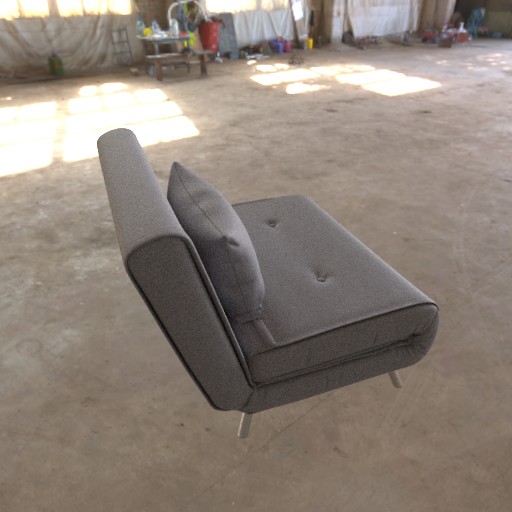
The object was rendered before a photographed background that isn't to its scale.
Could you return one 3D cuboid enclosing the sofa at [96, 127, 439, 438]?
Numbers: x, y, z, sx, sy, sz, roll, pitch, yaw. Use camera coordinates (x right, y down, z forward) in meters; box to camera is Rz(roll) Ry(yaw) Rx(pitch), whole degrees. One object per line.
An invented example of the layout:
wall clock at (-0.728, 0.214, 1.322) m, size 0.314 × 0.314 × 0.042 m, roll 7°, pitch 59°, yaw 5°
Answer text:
sofa at (0.000, 0.000, 1.713) m, size 1.000 × 0.825 × 1.020 m, roll -11°, pitch 32°, yaw -18°
